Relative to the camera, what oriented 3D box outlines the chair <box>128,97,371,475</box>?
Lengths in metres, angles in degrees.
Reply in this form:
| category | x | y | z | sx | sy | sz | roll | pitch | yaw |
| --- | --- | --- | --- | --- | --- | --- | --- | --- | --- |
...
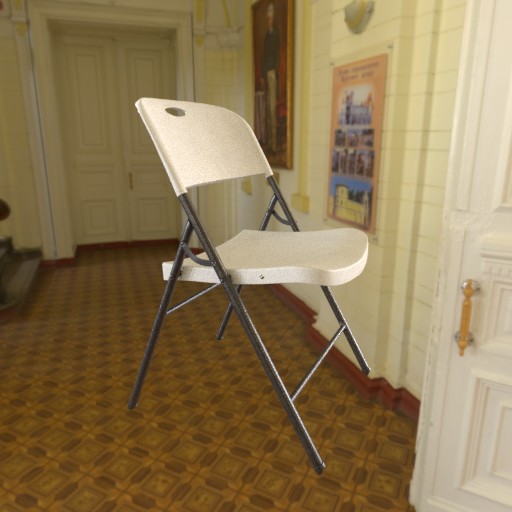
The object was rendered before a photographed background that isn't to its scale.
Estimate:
| category | x | y | z | sx | sy | sz | roll | pitch | yaw |
| --- | --- | --- | --- | --- | --- | --- | --- | --- | --- |
| chair | 0.000 | 0.000 | 1.192 | 0.566 | 0.810 | 0.494 | 8 | 17 | 25 |
